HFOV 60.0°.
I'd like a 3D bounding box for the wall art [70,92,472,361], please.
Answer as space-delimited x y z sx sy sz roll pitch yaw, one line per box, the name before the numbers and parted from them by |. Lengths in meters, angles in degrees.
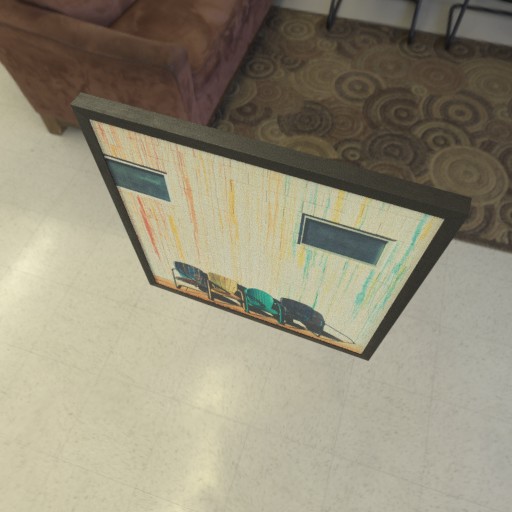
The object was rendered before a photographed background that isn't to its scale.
wall art | 0.000 0.000 1.132 0.763 0.763 0.039 18 60 10
